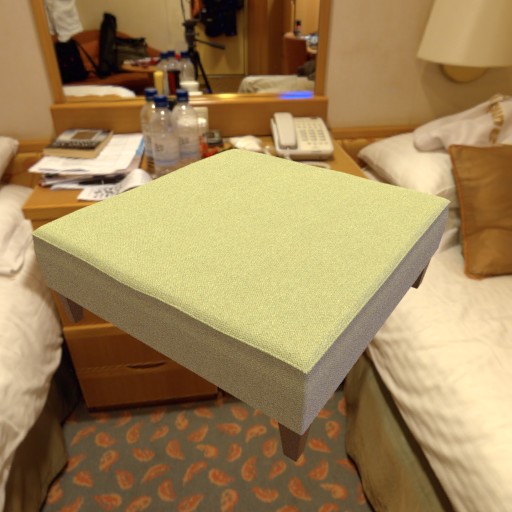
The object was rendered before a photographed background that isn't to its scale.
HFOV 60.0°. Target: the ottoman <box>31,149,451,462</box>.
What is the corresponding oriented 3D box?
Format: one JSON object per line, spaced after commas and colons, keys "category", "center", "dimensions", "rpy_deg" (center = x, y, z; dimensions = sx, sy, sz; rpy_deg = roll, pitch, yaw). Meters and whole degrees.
{"category": "ottoman", "center": [0.000, 0.000, 1.514], "dimensions": [0.968, 0.379, 1.004], "rpy_deg": [21, 37, 30]}
